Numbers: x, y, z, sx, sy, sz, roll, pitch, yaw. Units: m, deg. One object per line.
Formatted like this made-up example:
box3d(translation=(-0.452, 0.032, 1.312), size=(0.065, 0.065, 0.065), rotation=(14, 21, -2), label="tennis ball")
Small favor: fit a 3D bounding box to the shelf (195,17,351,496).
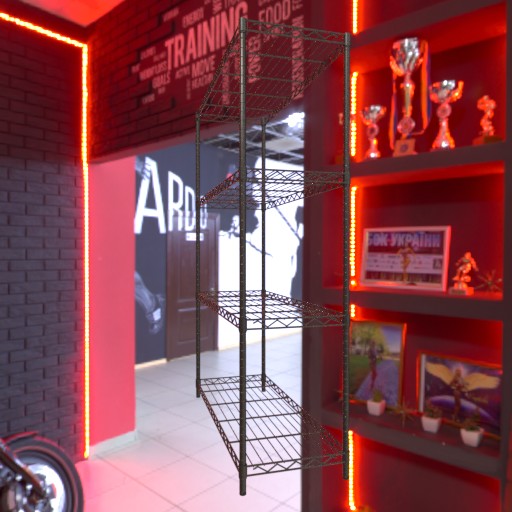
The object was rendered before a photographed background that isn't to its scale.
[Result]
box3d(translation=(0.000, 0.000, 1.738), size=(0.352, 1.361, 0.907), rotation=(0, 1, -16), label="shelf")
